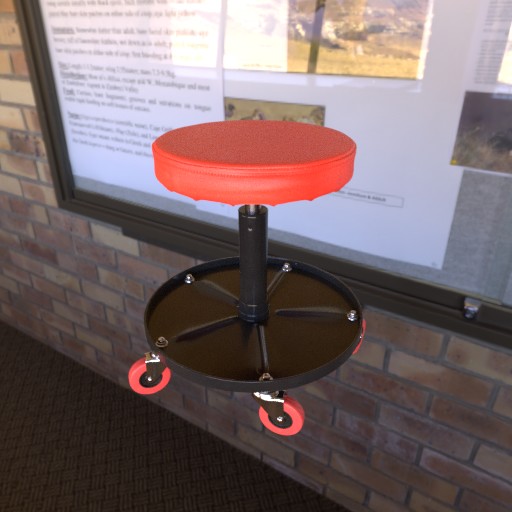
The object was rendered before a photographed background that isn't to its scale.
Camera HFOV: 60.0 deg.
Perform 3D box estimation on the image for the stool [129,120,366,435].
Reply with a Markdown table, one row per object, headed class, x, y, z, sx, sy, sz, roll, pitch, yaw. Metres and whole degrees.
| class | x | y | z | sx | sy | sz | roll | pitch | yaw |
| --- | --- | --- | --- | --- | --- | --- | --- | --- | --- |
| stool | 0.000 | 0.000 | 0.686 | 0.381 | 0.365 | 0.382 | 0 | 28 | 0 |
